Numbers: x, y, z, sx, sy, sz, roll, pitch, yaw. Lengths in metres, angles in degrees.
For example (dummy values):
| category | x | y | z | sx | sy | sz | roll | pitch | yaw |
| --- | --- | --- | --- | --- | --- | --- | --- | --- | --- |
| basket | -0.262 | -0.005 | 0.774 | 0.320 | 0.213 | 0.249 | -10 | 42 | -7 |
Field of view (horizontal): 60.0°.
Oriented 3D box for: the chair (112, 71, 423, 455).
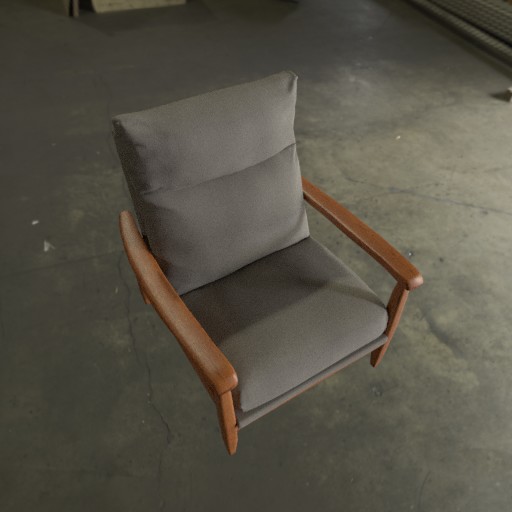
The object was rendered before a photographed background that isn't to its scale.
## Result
| category | x | y | z | sx | sy | sz | roll | pitch | yaw |
| --- | --- | --- | --- | --- | --- | --- | --- | --- | --- |
| chair | 0.000 | 0.000 | 1.514 | 0.782 | 0.922 | 0.816 | -23 | 50 | -22 |
